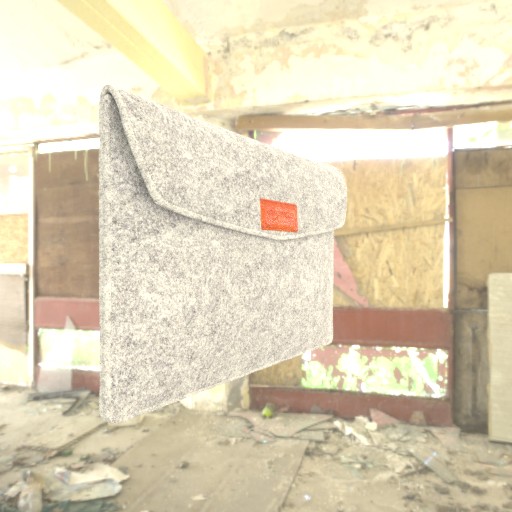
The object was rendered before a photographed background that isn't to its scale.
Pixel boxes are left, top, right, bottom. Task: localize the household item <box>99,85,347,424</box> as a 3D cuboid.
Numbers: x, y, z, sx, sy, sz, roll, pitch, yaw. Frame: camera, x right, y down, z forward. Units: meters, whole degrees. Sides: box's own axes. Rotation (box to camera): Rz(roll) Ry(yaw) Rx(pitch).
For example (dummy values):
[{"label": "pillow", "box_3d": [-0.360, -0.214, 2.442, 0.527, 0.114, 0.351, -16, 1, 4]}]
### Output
[{"label": "household item", "box_3d": [0.000, 0.000, 0.421, 0.057, 0.221, 0.335, 0, 1, 35]}]
